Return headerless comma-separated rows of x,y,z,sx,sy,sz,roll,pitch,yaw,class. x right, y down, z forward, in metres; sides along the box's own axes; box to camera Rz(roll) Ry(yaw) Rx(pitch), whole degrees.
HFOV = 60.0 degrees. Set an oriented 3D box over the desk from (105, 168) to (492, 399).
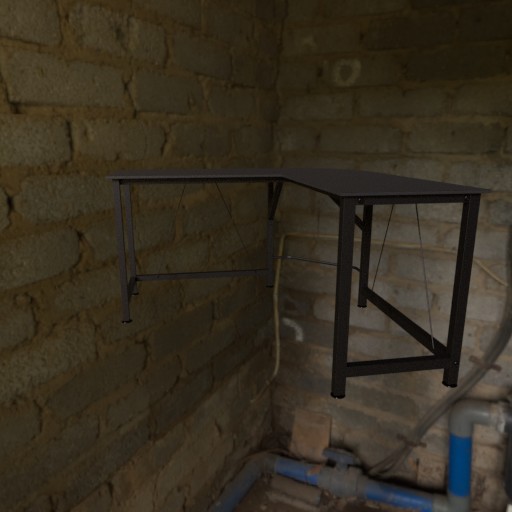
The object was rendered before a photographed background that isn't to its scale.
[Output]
0.000,0.000,2.167,1.400,0.762,1.400,-2,15,-9,desk
